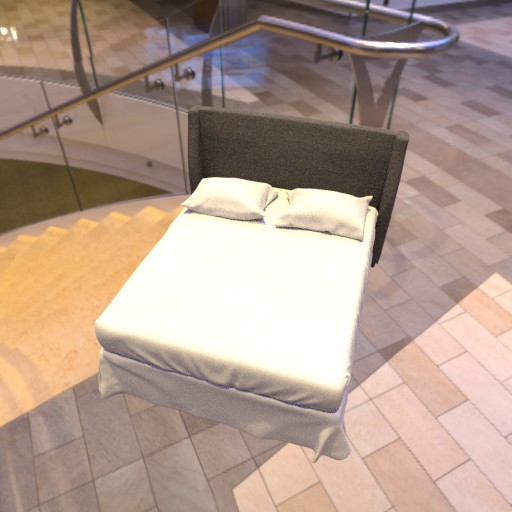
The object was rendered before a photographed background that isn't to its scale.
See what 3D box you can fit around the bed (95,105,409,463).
[{"bbox_3d":[0.000,0.000,3.420,1.925,1.332,2.276,12,42,13],"label":"bed"}]
